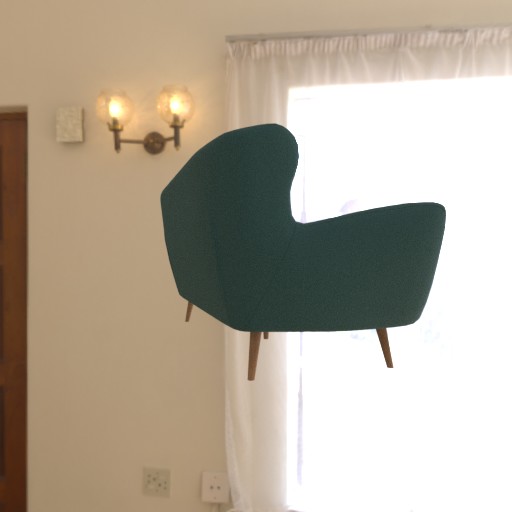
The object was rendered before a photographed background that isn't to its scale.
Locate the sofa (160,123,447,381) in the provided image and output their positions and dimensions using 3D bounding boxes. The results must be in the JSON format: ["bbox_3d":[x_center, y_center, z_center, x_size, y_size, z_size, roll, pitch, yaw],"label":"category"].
[{"bbox_3d":[0.000,0.000,2.371,0.889,0.890,1.930,0,1,-18],"label":"sofa"}]
